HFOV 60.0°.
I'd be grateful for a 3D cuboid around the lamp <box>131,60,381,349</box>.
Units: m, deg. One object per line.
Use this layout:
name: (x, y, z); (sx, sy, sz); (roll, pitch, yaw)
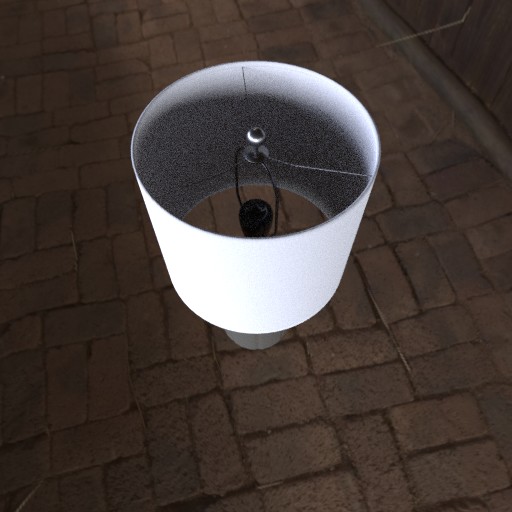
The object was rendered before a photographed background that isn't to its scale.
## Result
lamp: (0.000, 0.000, 0.523); (0.203, 0.389, 0.203); (-33, 64, -19)
